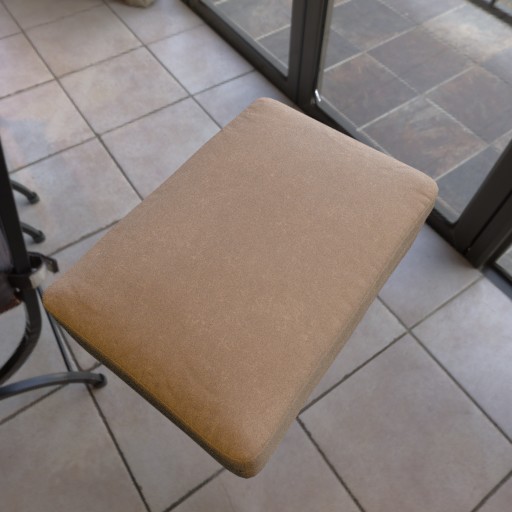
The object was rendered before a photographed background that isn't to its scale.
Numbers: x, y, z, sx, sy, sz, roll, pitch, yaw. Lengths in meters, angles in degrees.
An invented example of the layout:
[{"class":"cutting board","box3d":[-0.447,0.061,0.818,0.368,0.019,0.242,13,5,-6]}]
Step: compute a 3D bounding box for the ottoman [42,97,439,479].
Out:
[{"class":"ottoman","box3d":[0.000,0.000,1.586,0.840,0.429,1.199,33,64,18]}]
